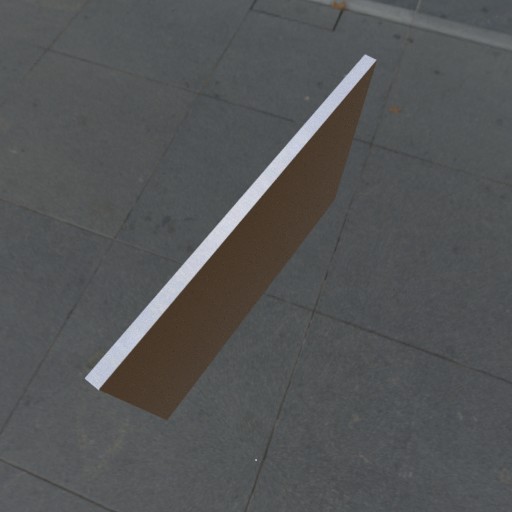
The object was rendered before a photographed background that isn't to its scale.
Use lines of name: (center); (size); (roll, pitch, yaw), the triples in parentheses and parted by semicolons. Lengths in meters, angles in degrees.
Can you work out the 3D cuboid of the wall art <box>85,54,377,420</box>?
wall art: (0.000, 0.000, 1.445); (0.041, 0.762, 1.145); (33, 70, 14)
